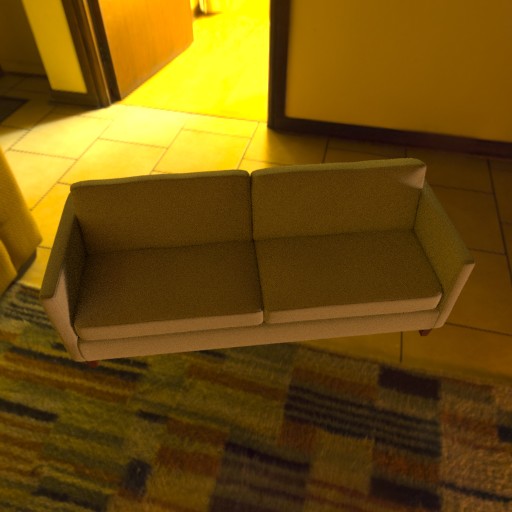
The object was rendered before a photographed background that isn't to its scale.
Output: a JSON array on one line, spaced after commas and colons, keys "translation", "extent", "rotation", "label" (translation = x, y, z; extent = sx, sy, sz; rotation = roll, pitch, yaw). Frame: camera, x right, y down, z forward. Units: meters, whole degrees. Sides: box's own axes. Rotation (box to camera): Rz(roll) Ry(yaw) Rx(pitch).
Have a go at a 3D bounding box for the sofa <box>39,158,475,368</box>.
[{"translation": [0.000, 0.000, 2.913], "extent": [2.434, 0.965, 0.948], "rotation": [-4, 47, -4], "label": "sofa"}]
